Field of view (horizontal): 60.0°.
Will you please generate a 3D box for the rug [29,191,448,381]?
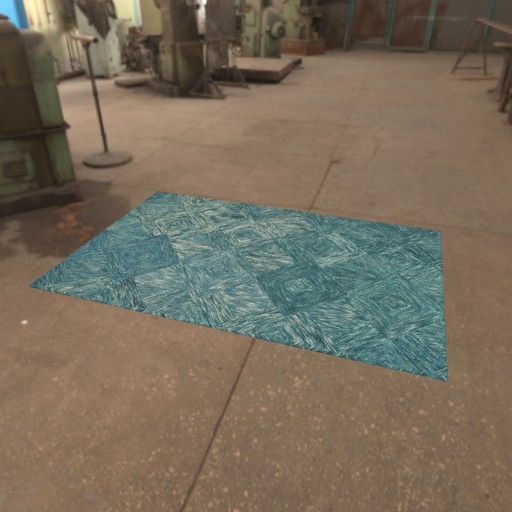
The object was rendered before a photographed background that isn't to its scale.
[{"bbox_3d":[0.000,0.000,2.861,2.277,0.015,1.490,10,32,16],"label":"rug"}]
